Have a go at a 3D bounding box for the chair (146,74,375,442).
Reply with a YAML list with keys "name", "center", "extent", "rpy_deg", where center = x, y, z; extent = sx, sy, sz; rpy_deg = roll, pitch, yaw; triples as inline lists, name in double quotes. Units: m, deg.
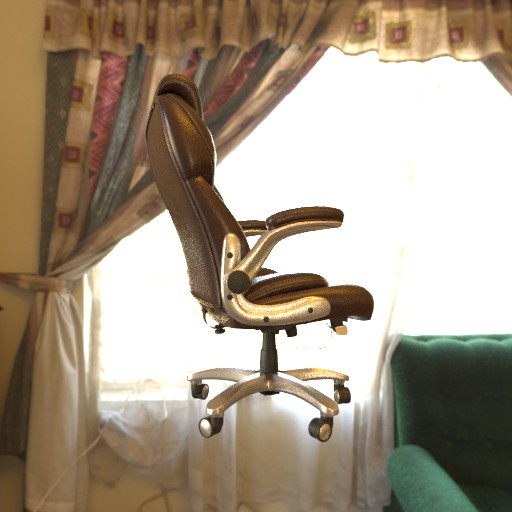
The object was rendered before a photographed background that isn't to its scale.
- name: "chair"
  center: [0.000, 0.000, 1.657]
  extent: [0.774, 1.160, 0.733]
  rpy_deg: [0, 1, -18]
